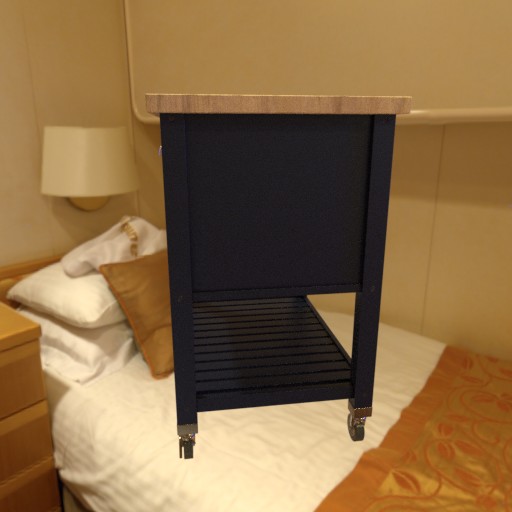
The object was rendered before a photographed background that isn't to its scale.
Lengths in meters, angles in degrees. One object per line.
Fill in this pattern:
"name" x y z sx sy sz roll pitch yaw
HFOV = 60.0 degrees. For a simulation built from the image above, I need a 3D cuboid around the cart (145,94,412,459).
"cart" 0.000 0.000 1.429 0.567 0.920 0.797 -2 16 -8
